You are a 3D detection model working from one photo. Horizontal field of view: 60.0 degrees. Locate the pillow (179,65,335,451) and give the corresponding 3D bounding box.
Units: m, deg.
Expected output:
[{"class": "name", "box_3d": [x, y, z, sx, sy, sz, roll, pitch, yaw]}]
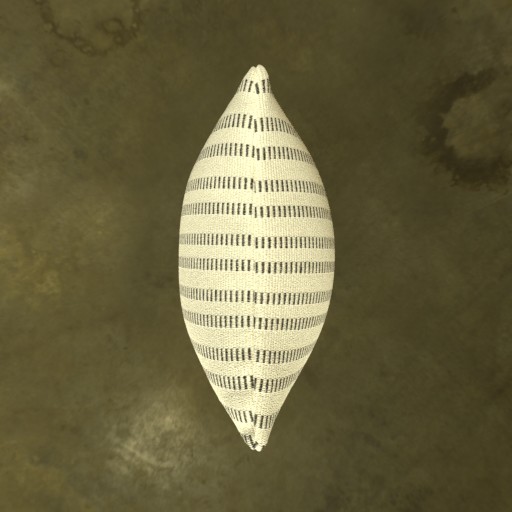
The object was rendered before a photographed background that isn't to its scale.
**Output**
[{"class": "pillow", "box_3d": [0.000, 0.000, 0.697, 0.247, 0.419, 0.438, 0, 91, 0]}]
